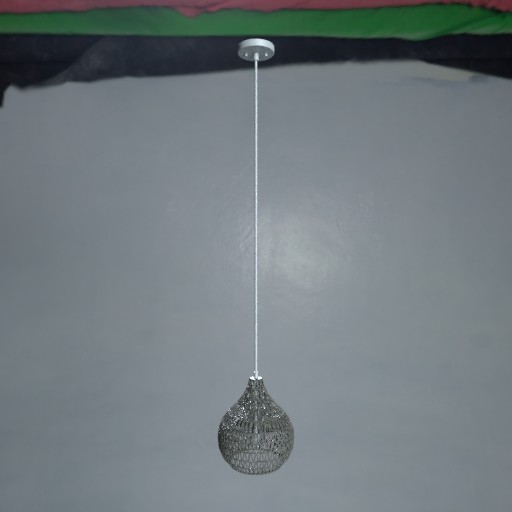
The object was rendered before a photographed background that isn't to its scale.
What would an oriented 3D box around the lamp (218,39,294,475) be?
[{"bbox_3d":[0.000,0.000,2.052,0.355,1.919,0.355,0,1,0],"label":"lamp"}]
